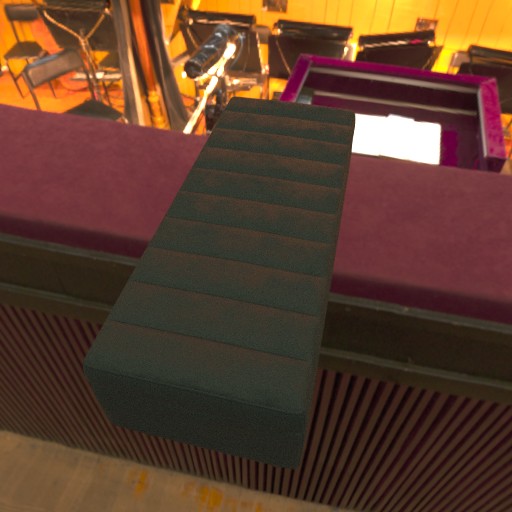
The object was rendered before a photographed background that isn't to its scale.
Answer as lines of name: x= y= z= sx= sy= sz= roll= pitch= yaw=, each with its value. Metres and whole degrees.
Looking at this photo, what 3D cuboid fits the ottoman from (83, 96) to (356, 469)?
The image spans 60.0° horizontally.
ottoman: x=0.000 y=0.000 z=1.387 sx=0.482 sy=0.469 sz=1.151 roll=10 pitch=48 yaw=9
